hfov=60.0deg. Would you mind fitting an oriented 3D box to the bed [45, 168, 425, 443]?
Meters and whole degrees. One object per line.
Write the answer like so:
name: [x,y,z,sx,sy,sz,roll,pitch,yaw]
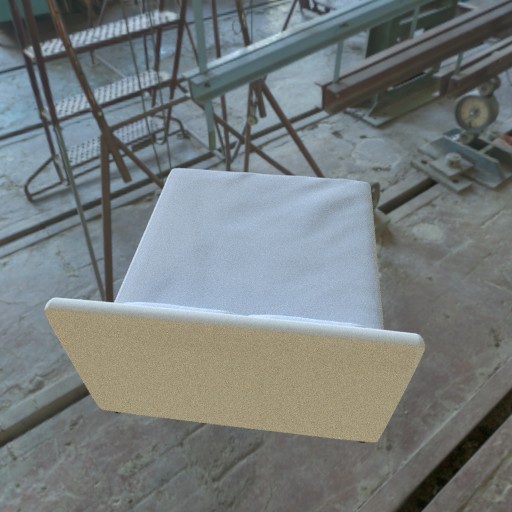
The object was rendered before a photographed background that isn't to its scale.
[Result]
bed: [0.000,0.000,3.559,2.119,1.317,2.341,5,47,5]
